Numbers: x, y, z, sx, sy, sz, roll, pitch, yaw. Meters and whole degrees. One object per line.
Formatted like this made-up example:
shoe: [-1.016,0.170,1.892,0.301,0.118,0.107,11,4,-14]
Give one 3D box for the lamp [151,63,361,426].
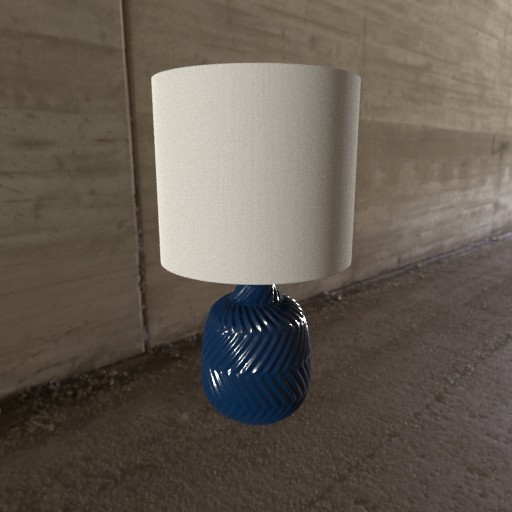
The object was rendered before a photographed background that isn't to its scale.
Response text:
lamp: [0.000,0.000,0.483,0.203,0.368,0.203,2,14,10]
